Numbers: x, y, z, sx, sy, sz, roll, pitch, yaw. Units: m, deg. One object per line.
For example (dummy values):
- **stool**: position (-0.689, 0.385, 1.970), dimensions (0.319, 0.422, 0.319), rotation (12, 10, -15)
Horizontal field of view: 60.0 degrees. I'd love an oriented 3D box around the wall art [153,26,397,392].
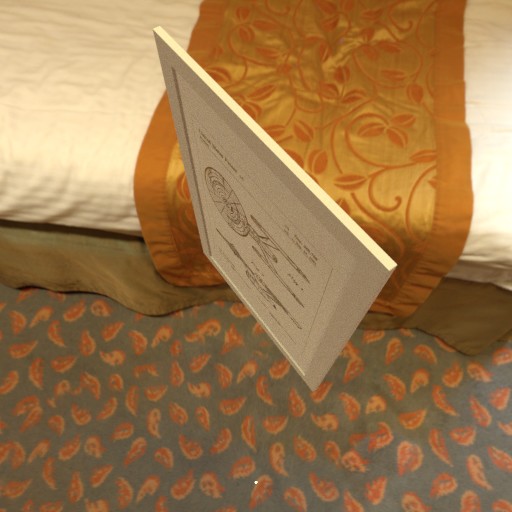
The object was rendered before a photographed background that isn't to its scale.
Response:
- **wall art**: position (0.000, 0.000, 0.814), dimensions (0.011, 0.659, 0.454), rotation (-34, 68, -16)
